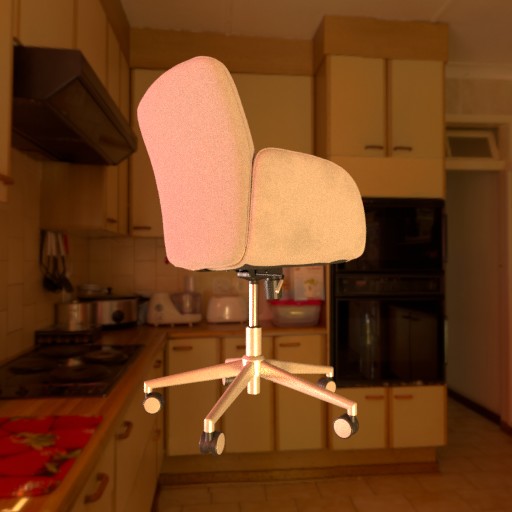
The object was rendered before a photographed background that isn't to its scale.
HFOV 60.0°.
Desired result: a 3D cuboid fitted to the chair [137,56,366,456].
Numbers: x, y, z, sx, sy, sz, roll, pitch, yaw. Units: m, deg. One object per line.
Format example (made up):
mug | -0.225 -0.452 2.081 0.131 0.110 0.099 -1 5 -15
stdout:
chair | 0.000 0.000 1.366 0.654 0.959 0.648 0 -1 -35
